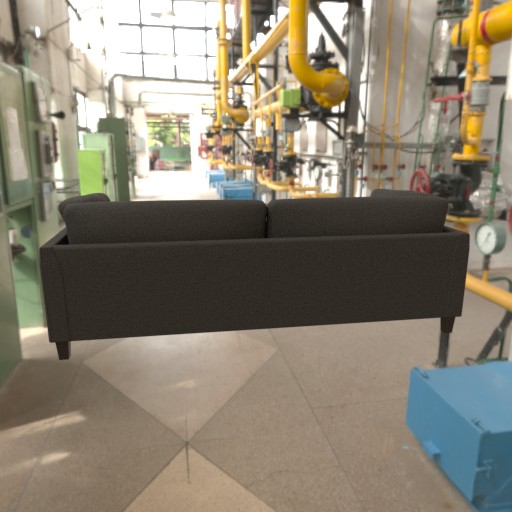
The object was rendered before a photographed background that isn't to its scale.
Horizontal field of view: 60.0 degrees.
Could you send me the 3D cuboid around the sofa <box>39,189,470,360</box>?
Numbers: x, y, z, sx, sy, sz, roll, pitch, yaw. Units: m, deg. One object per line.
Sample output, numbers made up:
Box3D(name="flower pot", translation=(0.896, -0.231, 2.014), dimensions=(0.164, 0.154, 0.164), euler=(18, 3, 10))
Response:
Box3D(name="sofa", translation=(0.000, 0.000, 2.779), dimensions=(2.312, 0.792, 0.969), euler=(-2, 14, -9))
